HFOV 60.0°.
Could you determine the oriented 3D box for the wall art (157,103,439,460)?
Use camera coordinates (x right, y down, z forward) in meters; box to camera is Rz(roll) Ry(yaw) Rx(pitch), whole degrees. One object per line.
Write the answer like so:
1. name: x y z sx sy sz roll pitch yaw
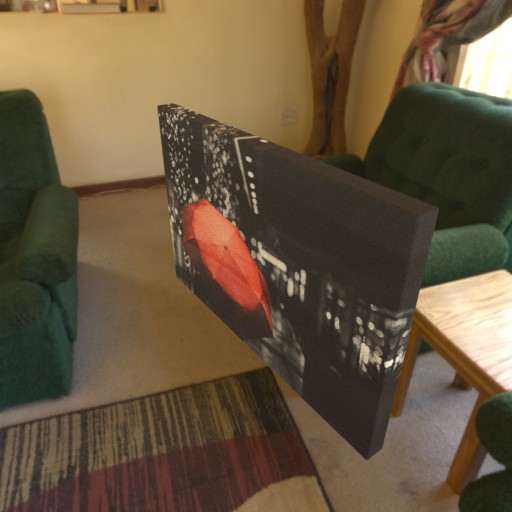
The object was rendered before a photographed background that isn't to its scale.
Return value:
1. wall art: 0.000 0.000 0.775 0.037 0.406 0.609 -21 37 -30
